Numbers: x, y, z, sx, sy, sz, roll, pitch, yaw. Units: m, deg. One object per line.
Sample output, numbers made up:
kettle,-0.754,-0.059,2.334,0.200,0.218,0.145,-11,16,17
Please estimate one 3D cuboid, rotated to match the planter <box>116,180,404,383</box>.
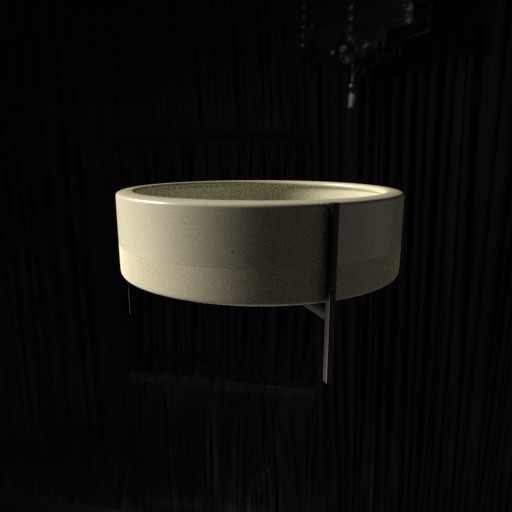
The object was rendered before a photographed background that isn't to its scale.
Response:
planter,0.000,0.000,0.559,0.345,0.171,0.336,2,13,8
